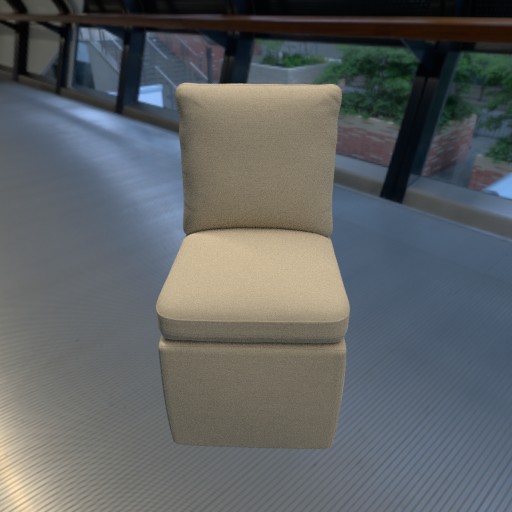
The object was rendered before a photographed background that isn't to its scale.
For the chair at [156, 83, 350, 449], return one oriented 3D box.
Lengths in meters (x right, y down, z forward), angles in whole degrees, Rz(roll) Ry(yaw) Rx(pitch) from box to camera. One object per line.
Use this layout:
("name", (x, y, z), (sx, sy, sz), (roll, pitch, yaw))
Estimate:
("chair", (0.000, 0.000, 1.352), (0.503, 0.927, 0.698), (1, 30, 2))
